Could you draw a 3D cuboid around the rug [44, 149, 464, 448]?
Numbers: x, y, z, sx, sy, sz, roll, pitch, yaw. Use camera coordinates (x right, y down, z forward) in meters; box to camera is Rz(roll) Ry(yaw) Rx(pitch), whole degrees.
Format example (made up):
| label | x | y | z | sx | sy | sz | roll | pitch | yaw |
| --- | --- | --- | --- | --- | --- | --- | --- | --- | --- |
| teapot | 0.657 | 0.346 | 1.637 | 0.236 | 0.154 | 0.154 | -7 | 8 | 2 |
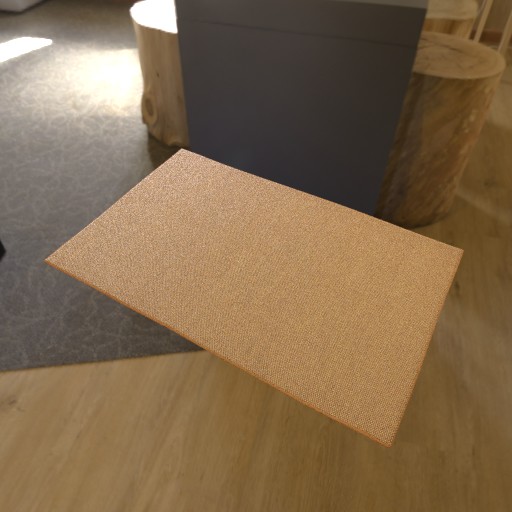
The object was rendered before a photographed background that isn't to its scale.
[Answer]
| label | x | y | z | sx | sy | sz | roll | pitch | yaw |
| --- | --- | --- | --- | --- | --- | --- | --- | --- | --- |
| rug | 0.000 | 0.000 | 2.091 | 1.678 | 0.013 | 1.078 | 23 | 52 | 20 |
